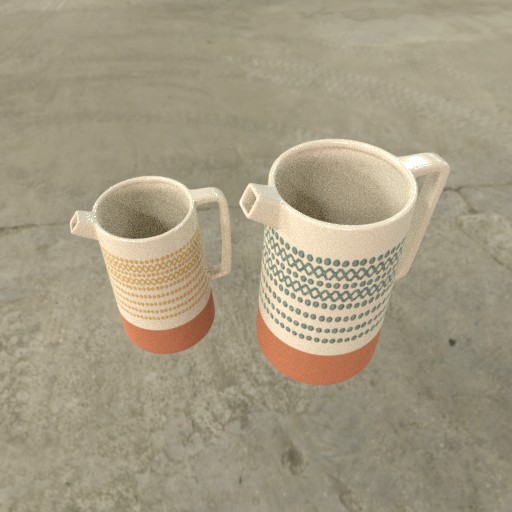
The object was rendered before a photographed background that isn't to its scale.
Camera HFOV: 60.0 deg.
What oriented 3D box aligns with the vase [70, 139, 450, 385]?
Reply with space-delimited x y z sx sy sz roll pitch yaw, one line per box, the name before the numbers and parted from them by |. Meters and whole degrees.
vase | 0.000 0.000 0.466 0.326 0.247 0.168 14 48 13
